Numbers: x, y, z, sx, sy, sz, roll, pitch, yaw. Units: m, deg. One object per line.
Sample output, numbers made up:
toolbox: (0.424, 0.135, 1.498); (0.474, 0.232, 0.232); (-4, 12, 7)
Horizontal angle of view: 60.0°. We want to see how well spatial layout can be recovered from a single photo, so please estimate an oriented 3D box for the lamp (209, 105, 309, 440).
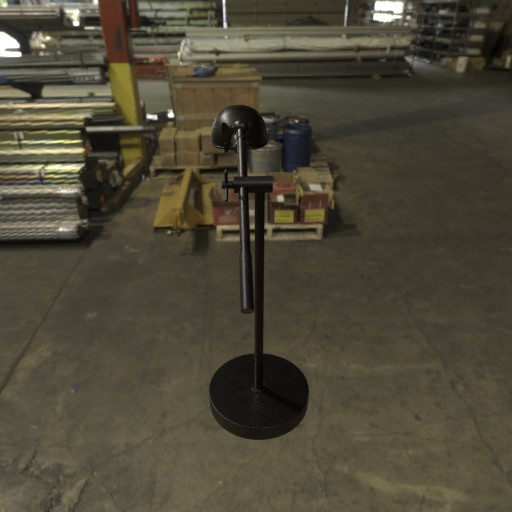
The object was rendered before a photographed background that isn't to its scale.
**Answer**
lamp: (0.000, 0.000, 0.812); (0.185, 0.495, 0.567); (-1, 29, -2)
